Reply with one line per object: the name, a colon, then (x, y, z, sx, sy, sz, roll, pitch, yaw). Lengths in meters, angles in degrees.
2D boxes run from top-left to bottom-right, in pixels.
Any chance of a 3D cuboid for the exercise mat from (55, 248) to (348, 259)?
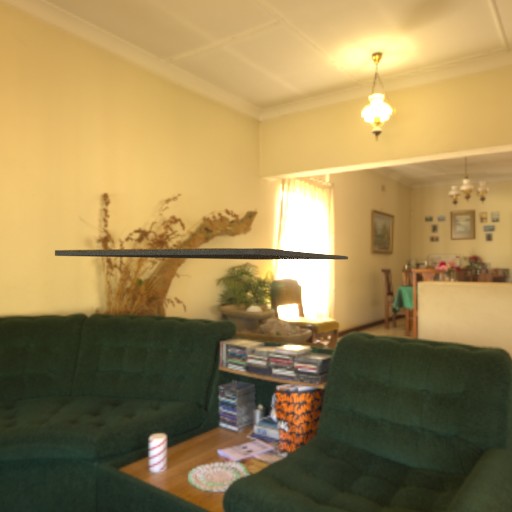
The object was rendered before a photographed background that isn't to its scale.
exercise mat: (0.000, 0.000, 2.035, 0.616, 0.021, 1.869, 0, -1, 19)
